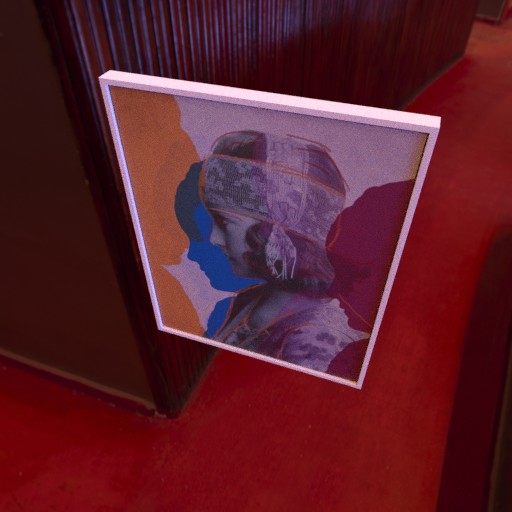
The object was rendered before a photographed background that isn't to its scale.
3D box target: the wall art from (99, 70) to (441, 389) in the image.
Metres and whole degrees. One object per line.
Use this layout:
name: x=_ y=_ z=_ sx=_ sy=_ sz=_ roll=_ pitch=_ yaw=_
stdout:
wall art: x=0.000 y=0.000 z=0.743 sx=0.443 sy=0.549 sz=0.030 roll=13 pitch=44 yaw=14
